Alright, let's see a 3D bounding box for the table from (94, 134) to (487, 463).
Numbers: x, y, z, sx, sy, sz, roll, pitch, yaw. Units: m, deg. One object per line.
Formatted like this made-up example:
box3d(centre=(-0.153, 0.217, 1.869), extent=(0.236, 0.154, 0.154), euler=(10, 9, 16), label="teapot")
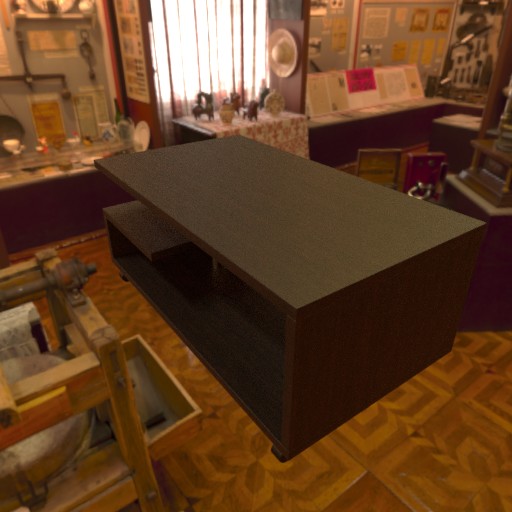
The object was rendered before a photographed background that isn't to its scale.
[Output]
box3d(centre=(0.000, 0.000, 1.380), extent=(0.590, 0.460, 1.050), euler=(-19, 34, -31), label="table")
